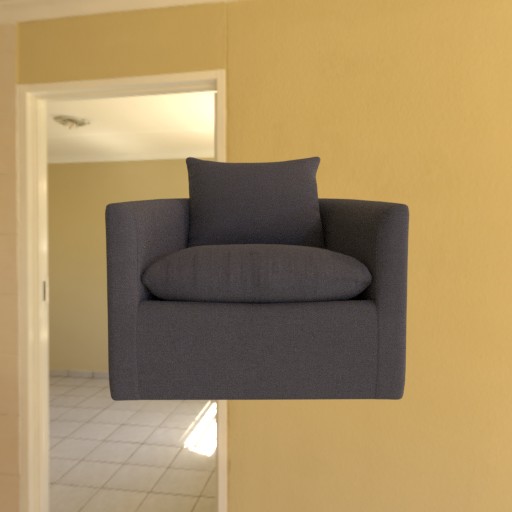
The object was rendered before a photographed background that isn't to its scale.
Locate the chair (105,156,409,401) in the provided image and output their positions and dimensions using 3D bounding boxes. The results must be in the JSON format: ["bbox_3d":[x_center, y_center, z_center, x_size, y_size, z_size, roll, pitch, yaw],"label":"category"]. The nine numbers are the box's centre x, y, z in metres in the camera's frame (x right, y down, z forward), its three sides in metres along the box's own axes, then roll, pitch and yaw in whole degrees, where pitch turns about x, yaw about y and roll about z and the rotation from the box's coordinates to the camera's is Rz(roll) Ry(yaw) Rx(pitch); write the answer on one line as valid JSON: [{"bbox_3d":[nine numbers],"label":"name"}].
[{"bbox_3d":[0.000,0.000,1.649,0.845,0.848,0.910,0,1,-1],"label":"chair"}]
